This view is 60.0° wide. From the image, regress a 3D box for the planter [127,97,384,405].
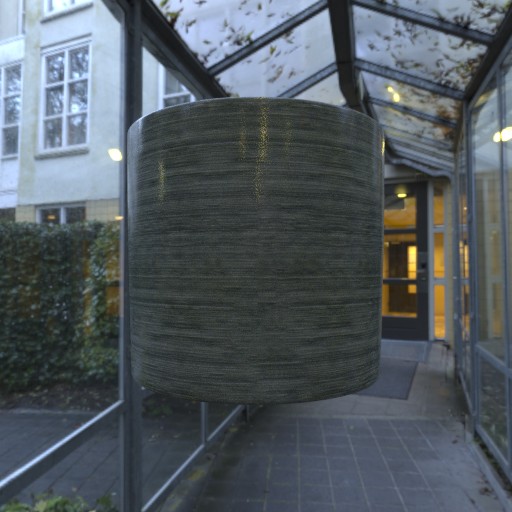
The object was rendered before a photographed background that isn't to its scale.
[{"bbox_3d":[0.000,0.000,0.395,0.221,0.201,0.221,0,-2,0],"label":"planter"}]
